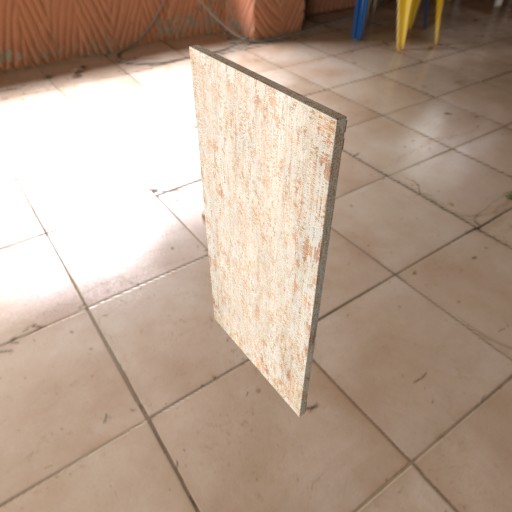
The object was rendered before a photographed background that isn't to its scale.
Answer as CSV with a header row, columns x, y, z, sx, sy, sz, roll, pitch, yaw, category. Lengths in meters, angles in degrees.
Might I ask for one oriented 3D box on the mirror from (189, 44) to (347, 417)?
x,y,z,sx,sy,sz,roll,pitch,yaw,category
0.000,0.000,1.154,0.027,0.922,0.472,-26,47,-26,mirror
